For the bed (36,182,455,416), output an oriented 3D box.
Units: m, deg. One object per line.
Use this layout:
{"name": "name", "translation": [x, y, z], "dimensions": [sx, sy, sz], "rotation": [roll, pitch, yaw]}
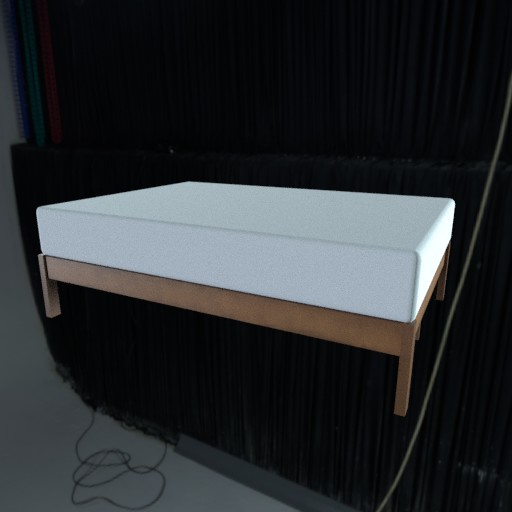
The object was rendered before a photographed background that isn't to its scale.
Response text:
{"name": "bed", "translation": [0.000, 0.000, 2.528], "dimensions": [1.927, 0.616, 1.348], "rotation": [8, 18, 27]}
